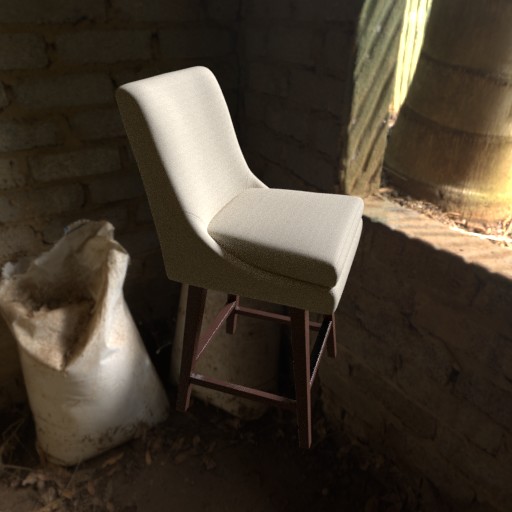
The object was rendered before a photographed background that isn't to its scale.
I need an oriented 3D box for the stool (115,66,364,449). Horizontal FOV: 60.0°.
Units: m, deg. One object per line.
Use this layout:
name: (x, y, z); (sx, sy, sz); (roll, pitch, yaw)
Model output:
stool: (0.000, 0.000, 1.319); (0.559, 0.991, 0.483); (10, 31, 17)
